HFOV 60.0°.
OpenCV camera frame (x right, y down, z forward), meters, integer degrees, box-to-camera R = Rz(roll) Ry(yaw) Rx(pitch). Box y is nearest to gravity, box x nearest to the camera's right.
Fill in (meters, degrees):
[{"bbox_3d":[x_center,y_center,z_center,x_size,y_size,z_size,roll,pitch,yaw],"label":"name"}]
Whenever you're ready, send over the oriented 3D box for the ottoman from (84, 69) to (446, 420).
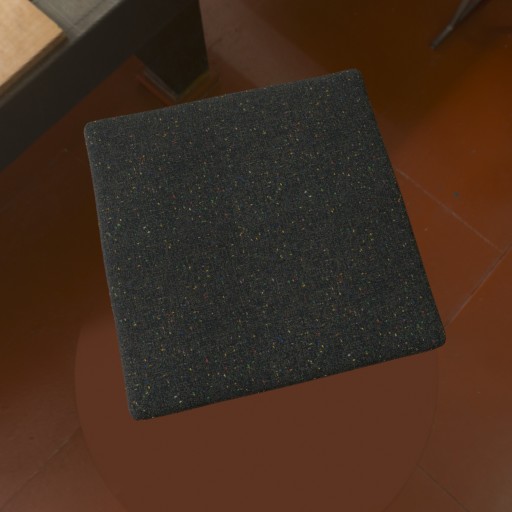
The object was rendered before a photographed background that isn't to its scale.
[{"bbox_3d":[0.000,0.000,0.906,0.508,0.432,0.508,-13,77,-3],"label":"ottoman"}]
